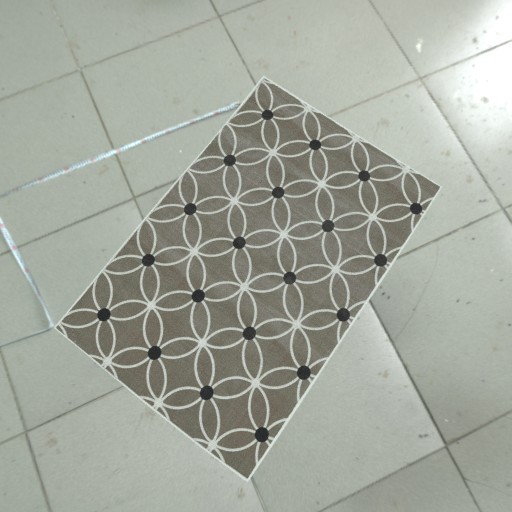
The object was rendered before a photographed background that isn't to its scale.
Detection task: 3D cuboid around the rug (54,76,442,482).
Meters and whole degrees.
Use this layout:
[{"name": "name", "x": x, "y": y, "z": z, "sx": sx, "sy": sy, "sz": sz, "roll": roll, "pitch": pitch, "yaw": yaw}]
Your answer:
[{"name": "rug", "x": 0.000, "y": 0.000, "z": 2.916, "sx": 1.522, "sy": 0.008, "sz": 2.284, "roll": 35, "pitch": 78, "yaw": 8}]
